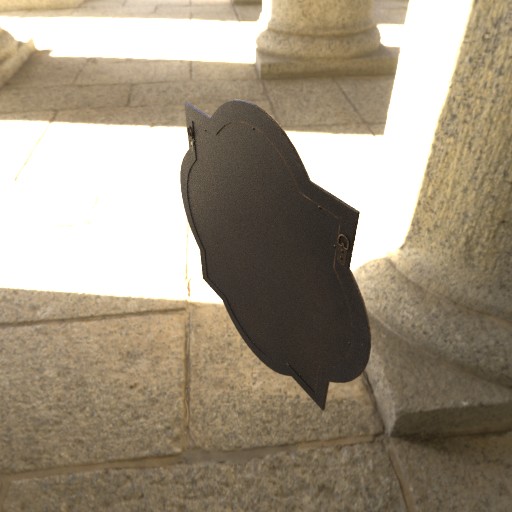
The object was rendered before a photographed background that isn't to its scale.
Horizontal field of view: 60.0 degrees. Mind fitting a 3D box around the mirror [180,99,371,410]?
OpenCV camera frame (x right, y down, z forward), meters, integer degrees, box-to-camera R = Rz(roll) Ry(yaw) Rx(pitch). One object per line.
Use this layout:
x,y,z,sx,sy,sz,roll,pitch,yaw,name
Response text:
0.000,0.000,1.015,0.019,0.686,0.686,-24,46,-26,mirror
